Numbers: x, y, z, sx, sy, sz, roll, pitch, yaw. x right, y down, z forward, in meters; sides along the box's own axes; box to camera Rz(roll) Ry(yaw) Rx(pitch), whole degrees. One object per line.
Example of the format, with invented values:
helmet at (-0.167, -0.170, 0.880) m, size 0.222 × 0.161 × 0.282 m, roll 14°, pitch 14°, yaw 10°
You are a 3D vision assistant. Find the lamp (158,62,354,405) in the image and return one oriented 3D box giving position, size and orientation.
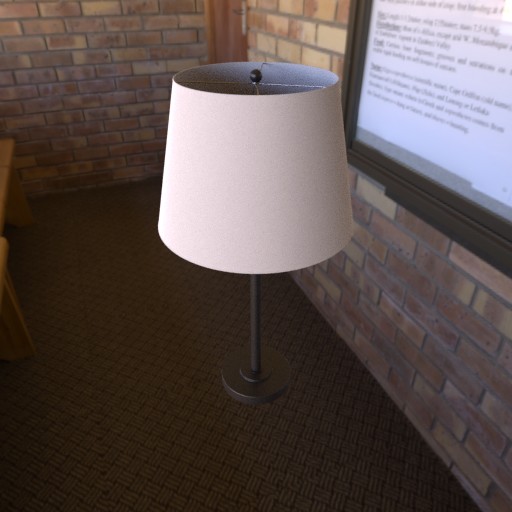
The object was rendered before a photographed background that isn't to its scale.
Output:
lamp at (0.000, 0.000, 0.883) m, size 0.363 × 0.696 × 0.363 m, roll 0°, pitch 33°, yaw 0°
